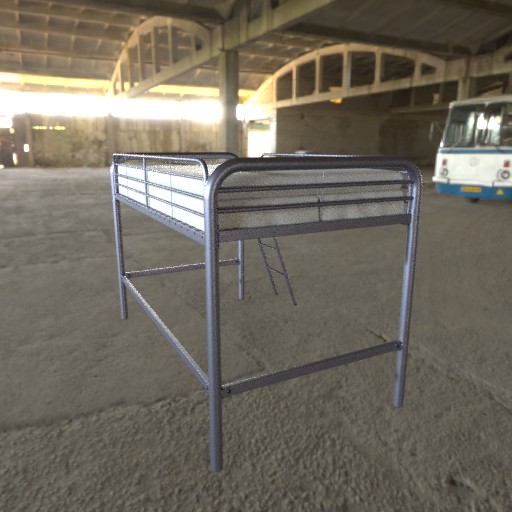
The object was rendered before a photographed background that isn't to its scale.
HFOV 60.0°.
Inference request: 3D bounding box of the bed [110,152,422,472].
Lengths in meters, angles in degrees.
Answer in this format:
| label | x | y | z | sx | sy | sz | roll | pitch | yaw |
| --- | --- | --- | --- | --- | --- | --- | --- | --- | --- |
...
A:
| label | x | y | z | sx | sy | sz | roll | pitch | yaw |
| --- | --- | --- | --- | --- | --- | --- | --- | --- | --- |
| bed | 0.000 | 0.000 | 2.860 | 1.415 | 1.288 | 1.965 | -7 | 15 | -27 |
